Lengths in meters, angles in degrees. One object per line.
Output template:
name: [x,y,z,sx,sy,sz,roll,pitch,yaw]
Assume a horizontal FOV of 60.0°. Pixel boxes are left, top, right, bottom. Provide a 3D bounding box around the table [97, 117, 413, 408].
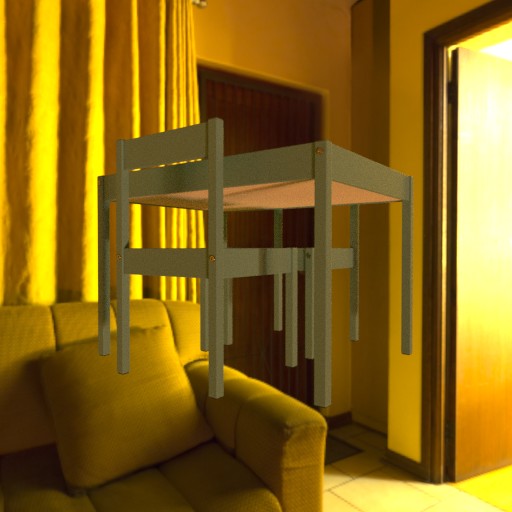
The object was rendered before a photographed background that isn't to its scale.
table: [0.000,0.000,1.124,0.639,0.503,0.633,1,1,36]
